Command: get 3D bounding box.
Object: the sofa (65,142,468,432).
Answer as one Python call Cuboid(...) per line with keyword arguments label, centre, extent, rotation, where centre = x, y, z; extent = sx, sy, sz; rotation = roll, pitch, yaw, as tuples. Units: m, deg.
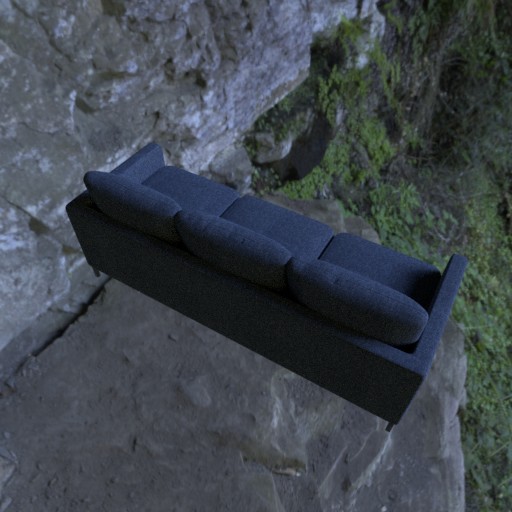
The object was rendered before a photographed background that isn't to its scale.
Cuboid(label="sofa", centre=(0.000, 0.000, 2.708), extent=(2.218, 0.874, 0.859), rotation=(24, 52, 20))
